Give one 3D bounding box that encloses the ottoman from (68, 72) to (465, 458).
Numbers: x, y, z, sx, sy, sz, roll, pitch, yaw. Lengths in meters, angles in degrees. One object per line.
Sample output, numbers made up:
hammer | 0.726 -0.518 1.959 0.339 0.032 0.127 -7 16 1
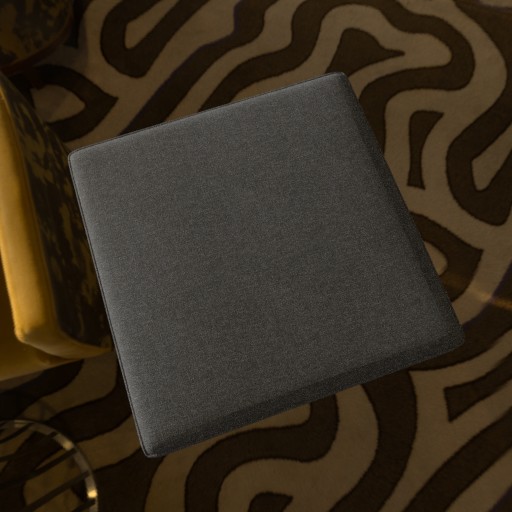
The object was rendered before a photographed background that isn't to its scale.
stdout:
ottoman | 0.000 0.000 1.520 1.000 0.439 1.000 -18 76 -5
